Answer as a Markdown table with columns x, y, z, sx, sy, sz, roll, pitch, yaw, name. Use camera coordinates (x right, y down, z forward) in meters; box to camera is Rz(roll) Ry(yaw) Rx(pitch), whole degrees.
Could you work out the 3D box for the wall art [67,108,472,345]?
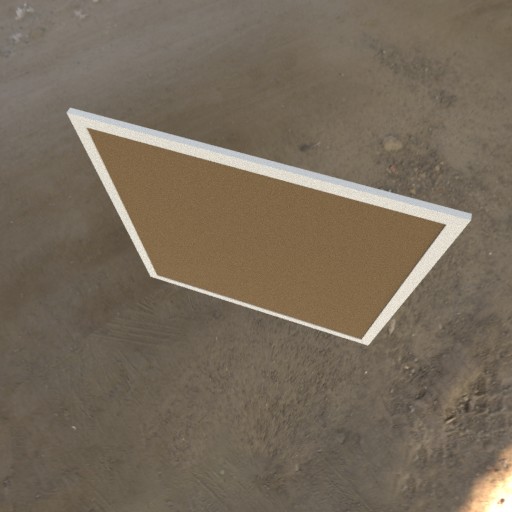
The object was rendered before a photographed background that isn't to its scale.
| x | y | z | sx | sy | sz | roll | pitch | yaw | name |
| --- | --- | --- | --- | --- | --- | --- | --- | --- | --- |
| 0.000 | 0.000 | 1.213 | 0.812 | 0.812 | 0.015 | 17 | 64 | 8 | wall art |
